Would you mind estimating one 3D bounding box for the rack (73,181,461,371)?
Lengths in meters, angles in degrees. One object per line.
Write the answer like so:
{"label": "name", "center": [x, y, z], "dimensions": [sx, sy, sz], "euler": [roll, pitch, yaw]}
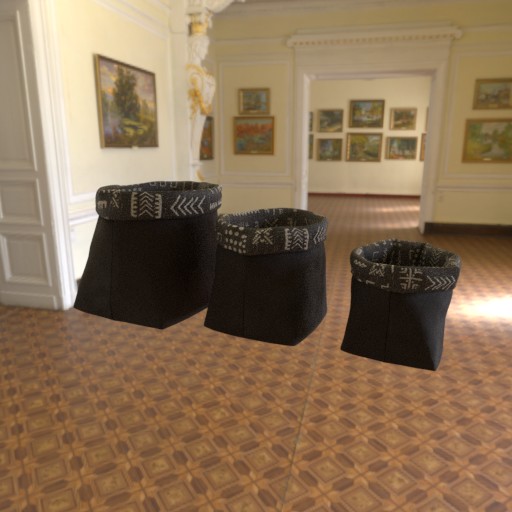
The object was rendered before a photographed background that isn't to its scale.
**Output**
{"label": "rack", "center": [0.000, 0.000, 1.079], "dimensions": [0.905, 0.323, 0.379], "euler": [7, 15, 26]}
